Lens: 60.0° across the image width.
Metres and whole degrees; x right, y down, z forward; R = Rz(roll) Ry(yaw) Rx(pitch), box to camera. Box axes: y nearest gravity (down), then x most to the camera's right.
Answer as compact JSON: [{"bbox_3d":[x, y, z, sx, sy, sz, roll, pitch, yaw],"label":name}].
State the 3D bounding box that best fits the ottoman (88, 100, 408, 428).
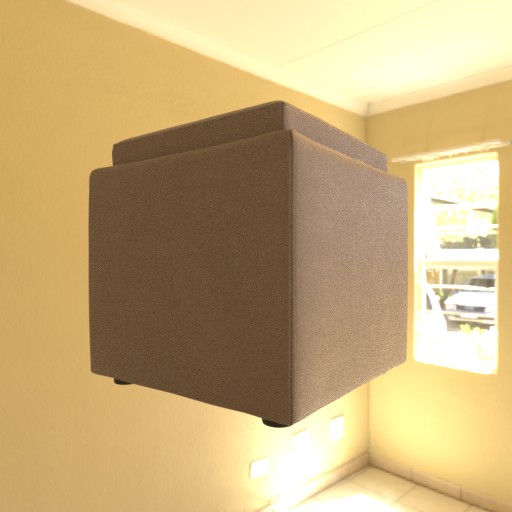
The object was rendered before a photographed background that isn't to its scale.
[{"bbox_3d":[0.000,0.000,0.848,0.450,0.460,0.451,0,0,37],"label":"ottoman"}]
